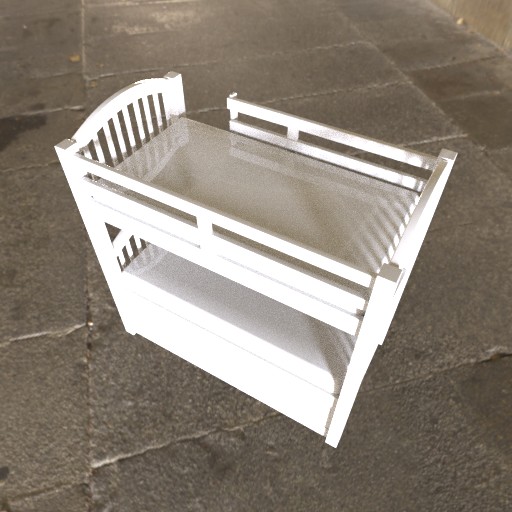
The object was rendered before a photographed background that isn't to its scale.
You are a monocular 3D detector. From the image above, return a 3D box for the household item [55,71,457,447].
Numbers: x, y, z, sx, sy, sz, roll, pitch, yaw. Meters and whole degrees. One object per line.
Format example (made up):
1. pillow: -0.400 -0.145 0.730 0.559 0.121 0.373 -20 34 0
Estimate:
1. household item: 0.000 0.000 3.225 2.032 2.032 1.143 23 52 20
